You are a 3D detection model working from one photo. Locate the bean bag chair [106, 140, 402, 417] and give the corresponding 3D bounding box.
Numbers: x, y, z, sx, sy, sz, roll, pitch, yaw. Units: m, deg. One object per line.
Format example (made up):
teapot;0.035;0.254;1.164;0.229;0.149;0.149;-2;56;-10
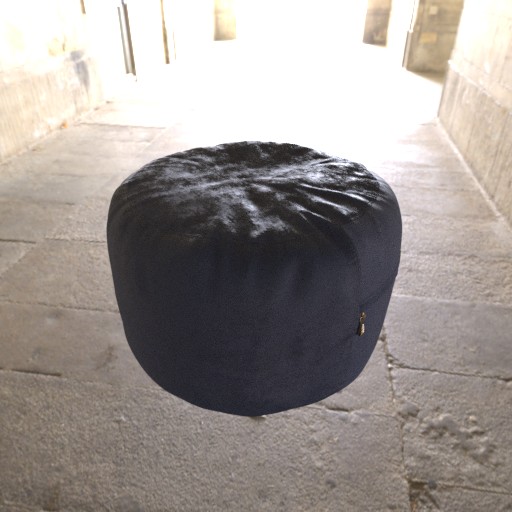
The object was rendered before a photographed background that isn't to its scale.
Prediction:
bean bag chair;0.000;0.000;1.957;1.219;0.762;1.219;0;32;0
